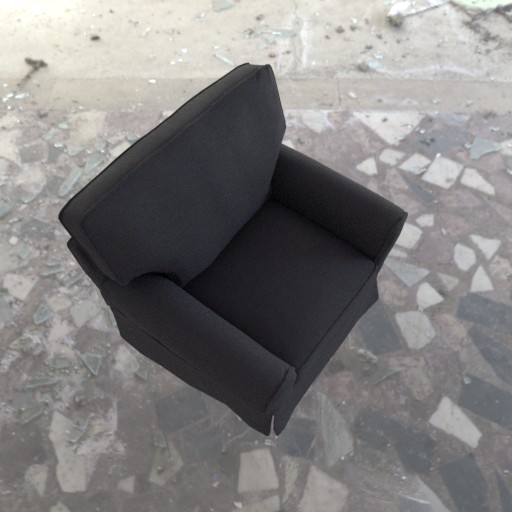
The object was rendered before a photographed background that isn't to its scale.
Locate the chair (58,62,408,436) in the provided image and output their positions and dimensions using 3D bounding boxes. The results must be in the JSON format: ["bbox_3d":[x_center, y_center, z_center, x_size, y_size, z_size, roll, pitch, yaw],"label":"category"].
[{"bbox_3d":[0.000,0.000,1.952,1.002,1.140,1.119,33,63,19],"label":"chair"}]
